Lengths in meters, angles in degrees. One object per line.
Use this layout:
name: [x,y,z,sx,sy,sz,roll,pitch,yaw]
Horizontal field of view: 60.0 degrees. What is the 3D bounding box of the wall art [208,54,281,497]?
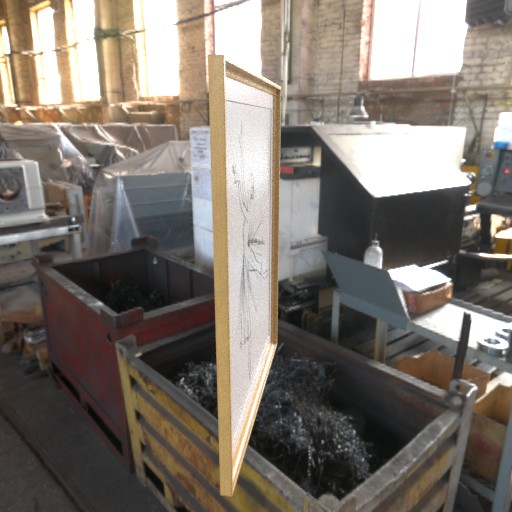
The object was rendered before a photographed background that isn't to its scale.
wall art: [0.000,0.000,1.326,0.030,1.002,0.798,3,17,10]
